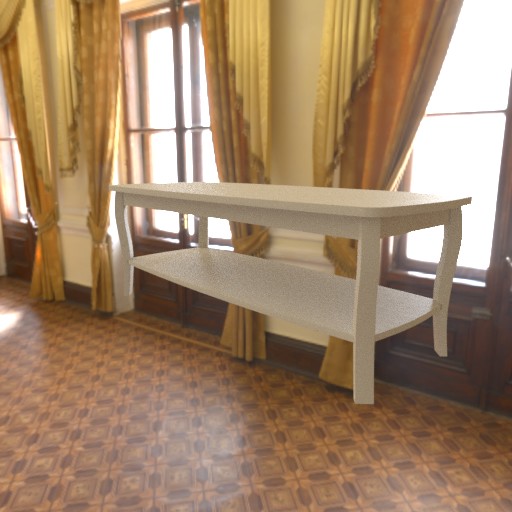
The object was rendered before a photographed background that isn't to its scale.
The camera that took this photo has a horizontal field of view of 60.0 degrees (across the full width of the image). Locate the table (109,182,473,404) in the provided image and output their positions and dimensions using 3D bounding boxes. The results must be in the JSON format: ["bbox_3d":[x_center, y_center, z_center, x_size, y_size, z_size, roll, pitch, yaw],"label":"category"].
[{"bbox_3d":[0.000,0.000,1.594,0.561,0.474,1.334,-11,16,-42],"label":"table"}]
